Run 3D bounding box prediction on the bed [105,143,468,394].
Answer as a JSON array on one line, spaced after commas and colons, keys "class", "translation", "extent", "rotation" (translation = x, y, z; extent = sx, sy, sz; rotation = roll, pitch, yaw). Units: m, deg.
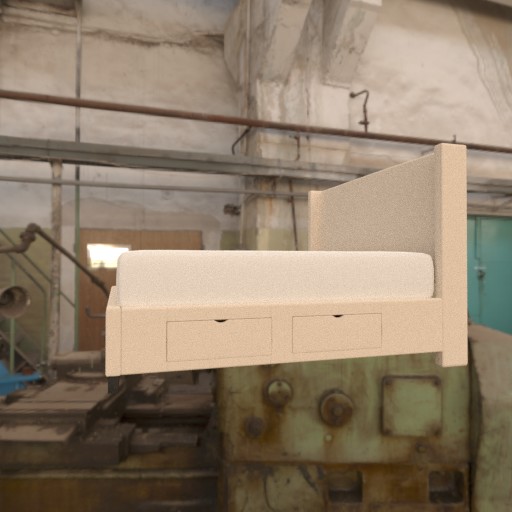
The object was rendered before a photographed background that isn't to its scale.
[{"class": "bed", "translation": [0.000, 0.000, 3.623], "extent": [2.293, 1.471, 2.145], "rotation": [0, -1, -17]}]
